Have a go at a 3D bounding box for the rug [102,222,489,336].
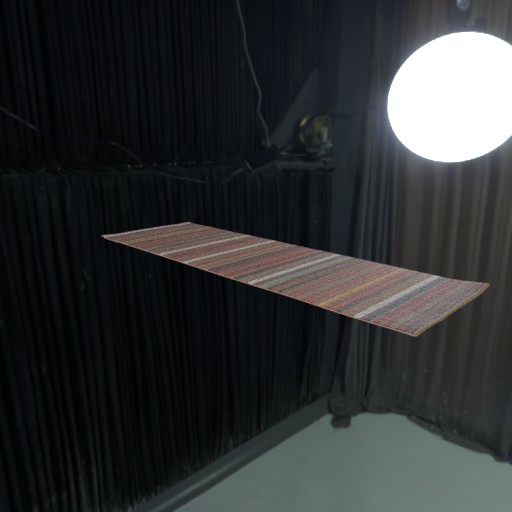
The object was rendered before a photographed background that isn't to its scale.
[{"bbox_3d":[0.000,0.000,2.726,2.444,0.030,0.799,14,21,43],"label":"rug"}]
